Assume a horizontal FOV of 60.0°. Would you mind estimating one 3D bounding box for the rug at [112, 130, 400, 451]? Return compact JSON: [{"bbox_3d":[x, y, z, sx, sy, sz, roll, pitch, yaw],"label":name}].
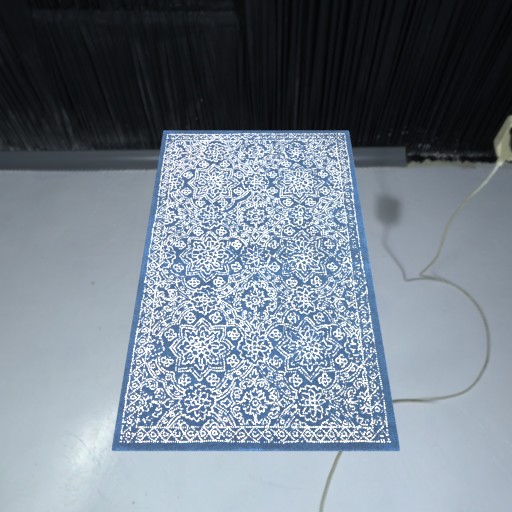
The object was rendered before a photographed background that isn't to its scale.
[{"bbox_3d":[0.000,0.000,2.995,1.526,0.015,2.441,0,58,0],"label":"rug"}]
